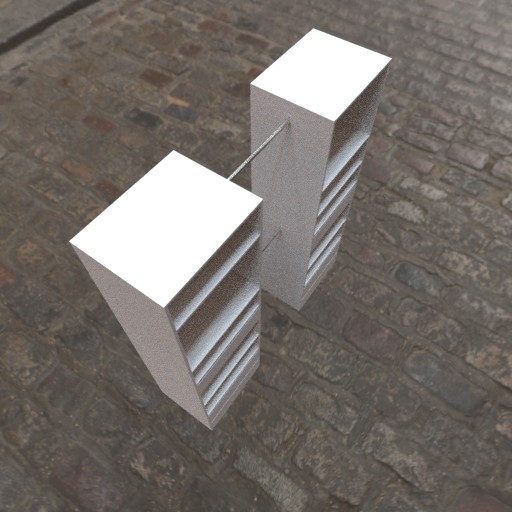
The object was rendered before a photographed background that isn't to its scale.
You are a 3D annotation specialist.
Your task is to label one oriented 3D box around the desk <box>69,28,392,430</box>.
[{"bbox_3d":[0.000,0.000,2.838,0.480,2.000,1.770,31,62,18],"label":"desk"}]
